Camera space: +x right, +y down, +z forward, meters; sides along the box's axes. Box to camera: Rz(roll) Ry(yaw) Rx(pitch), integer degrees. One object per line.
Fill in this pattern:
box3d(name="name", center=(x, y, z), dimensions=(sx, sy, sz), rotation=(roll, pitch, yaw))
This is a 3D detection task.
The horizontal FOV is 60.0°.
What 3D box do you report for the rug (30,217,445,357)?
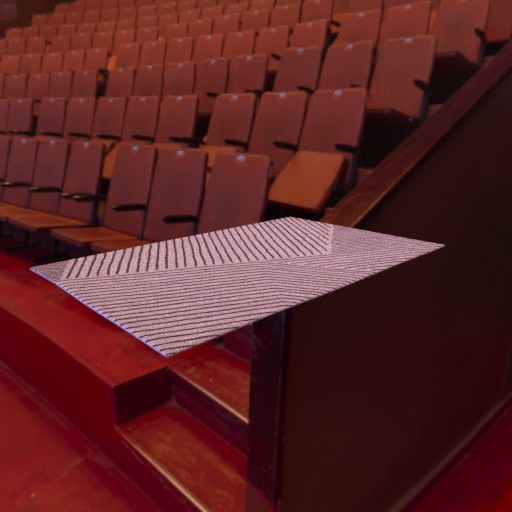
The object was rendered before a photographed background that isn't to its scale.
box3d(name="rug", center=(0.000, 0.000, 2.999), dimensions=(2.406, 0.023, 1.539), rotation=(-15, 22, -42))
